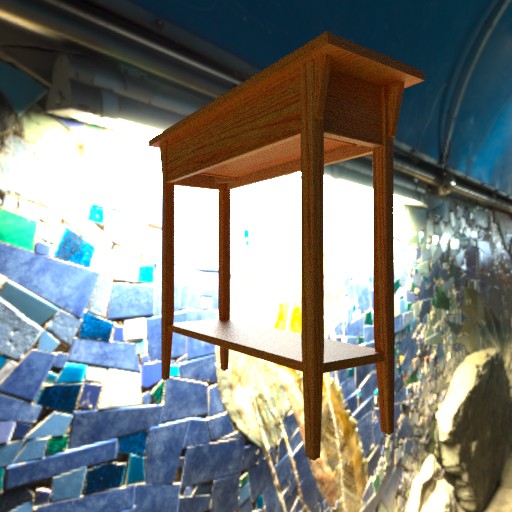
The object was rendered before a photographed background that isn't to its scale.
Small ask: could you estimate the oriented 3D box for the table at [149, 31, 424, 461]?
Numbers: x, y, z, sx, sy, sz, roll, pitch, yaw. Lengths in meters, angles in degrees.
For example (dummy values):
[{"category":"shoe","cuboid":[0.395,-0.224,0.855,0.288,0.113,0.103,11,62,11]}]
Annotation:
[{"category":"table","cuboid":[0.000,0.000,1.082,0.254,0.711,0.762,1,-1,-35]}]
